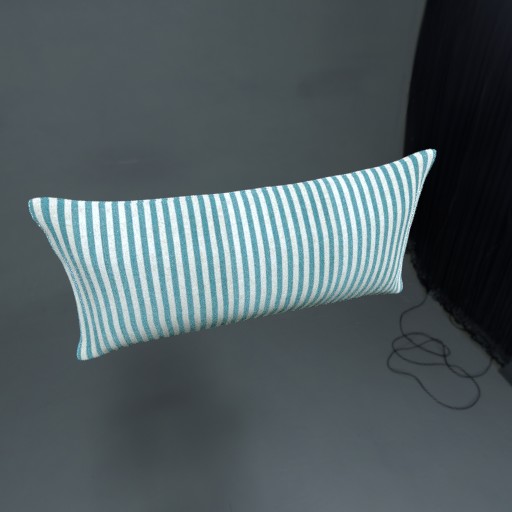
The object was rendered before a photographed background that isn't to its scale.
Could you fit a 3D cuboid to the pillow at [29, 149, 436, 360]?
[{"bbox_3d":[0.000,0.000,0.726,0.617,0.295,0.151,-10,35,-14],"label":"pillow"}]
